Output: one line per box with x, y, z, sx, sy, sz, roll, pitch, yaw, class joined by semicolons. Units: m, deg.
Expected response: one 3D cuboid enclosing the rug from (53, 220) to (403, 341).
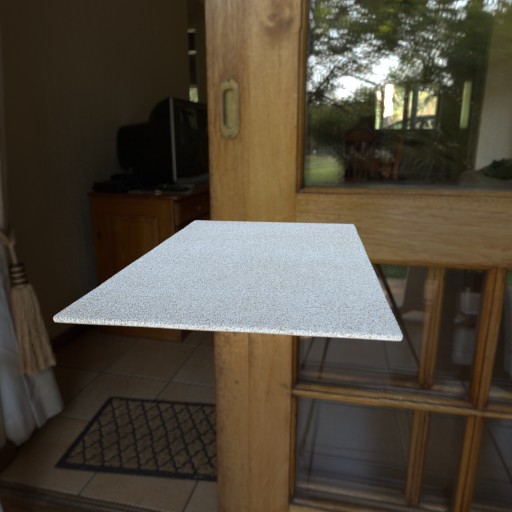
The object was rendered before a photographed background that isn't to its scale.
0.000;0.000;3.052;1.524;0.030;2.438;2;15;7;rug
